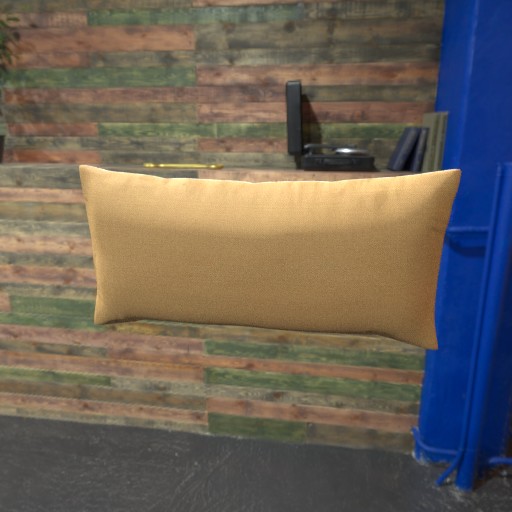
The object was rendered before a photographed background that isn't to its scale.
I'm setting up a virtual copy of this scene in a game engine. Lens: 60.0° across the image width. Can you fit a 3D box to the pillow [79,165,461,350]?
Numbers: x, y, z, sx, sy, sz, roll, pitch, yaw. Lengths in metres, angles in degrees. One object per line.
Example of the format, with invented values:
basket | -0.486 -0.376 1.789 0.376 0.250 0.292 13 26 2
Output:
pillow | 0.000 0.000 0.737 0.608 0.291 0.151 3 15 9
